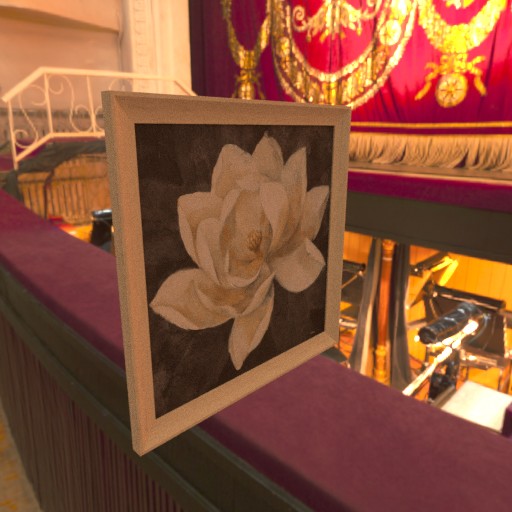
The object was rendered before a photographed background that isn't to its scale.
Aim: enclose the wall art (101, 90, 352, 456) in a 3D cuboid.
[{"bbox_3d":[0.000,0.000,1.532,0.045,1.016,1.016,15,22,42],"label":"wall art"}]
